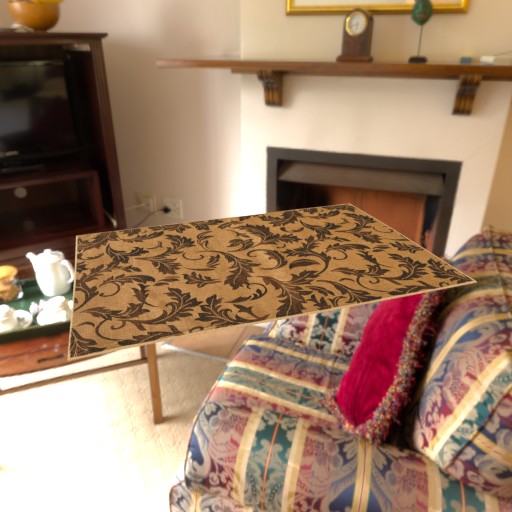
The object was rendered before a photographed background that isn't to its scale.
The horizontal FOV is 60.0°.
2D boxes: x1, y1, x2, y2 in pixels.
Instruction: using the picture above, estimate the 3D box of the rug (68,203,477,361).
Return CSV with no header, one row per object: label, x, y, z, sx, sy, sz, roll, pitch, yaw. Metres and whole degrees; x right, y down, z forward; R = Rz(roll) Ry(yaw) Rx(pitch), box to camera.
rug,0.000,0.000,2.951,2.284,0.008,1.522,-8,27,-17
